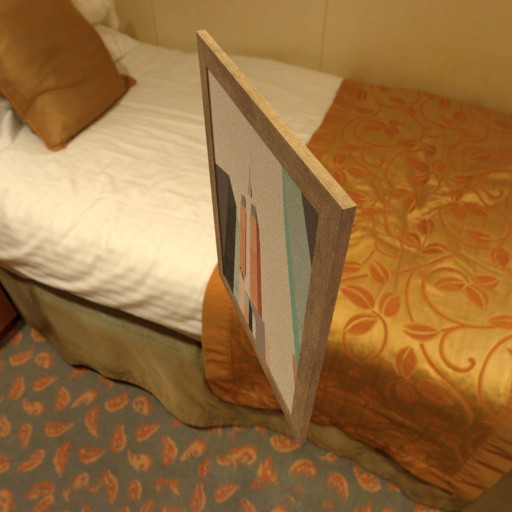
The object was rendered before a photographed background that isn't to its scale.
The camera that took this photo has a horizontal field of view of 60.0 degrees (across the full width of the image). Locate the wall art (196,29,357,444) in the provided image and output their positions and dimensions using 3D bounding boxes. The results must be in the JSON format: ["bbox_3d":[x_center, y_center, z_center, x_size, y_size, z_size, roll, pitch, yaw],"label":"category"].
[{"bbox_3d":[0.000,0.000,0.897,0.018,0.686,0.534,-17,49,-15],"label":"wall art"}]
